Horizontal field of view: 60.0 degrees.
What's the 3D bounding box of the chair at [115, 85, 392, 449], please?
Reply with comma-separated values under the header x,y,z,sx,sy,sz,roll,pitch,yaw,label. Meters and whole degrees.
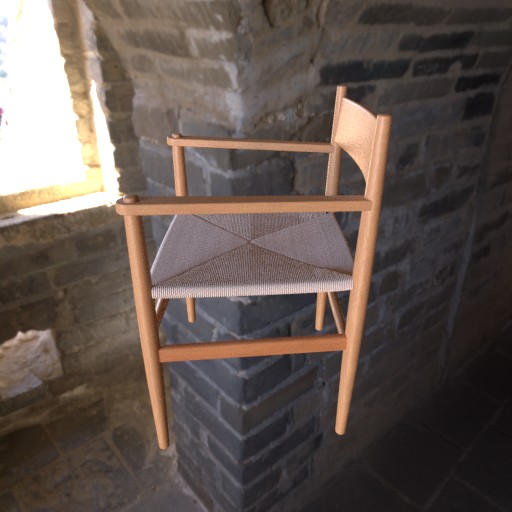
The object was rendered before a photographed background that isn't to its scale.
x,y,z,sx,sy,sz,roll,pitch,yaw,label
0.000,0.000,1.119,0.495,0.762,0.556,0,27,0,chair
